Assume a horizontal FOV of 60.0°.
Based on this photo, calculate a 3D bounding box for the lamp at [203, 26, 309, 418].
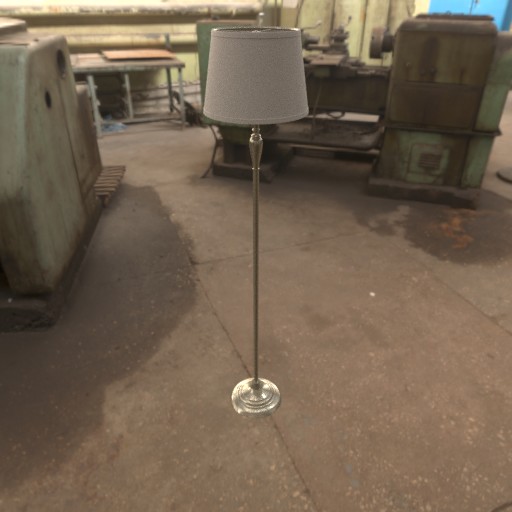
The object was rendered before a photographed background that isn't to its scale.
[{"bbox_3d":[0.000,0.000,1.649,0.327,1.506,0.327,-10,32,-17],"label":"lamp"}]
